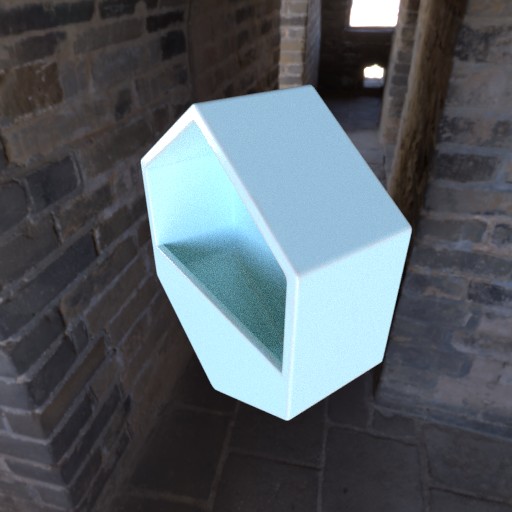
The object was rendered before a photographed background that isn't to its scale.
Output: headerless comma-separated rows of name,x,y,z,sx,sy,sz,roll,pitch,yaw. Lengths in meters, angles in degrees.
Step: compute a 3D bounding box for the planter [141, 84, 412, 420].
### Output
planter,0.000,0.000,0.292,0.078,0.207,0.169,-21,39,-29
